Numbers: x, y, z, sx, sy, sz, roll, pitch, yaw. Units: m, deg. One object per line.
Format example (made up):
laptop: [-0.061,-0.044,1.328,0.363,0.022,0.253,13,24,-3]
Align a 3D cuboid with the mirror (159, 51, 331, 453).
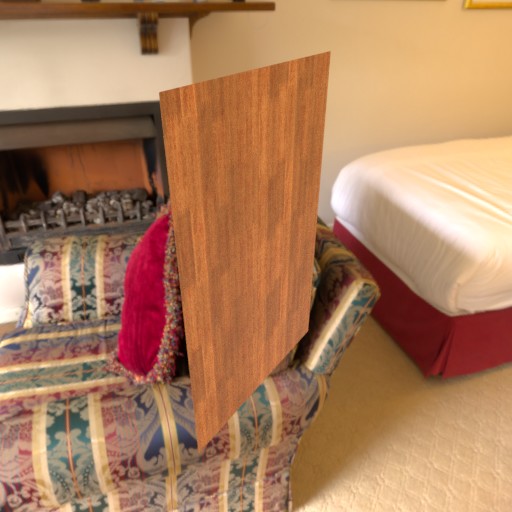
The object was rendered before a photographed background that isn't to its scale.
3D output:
mirror: [0.000,0.000,1.267,0.047,1.010,0.651,20,37,29]
